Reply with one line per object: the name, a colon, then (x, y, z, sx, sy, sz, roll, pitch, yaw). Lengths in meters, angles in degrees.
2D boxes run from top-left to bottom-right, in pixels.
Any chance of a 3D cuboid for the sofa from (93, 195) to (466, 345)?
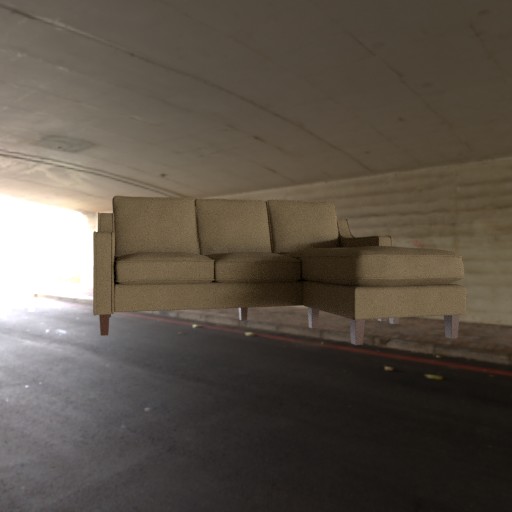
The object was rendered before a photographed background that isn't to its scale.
sofa: (0.000, 0.000, 3.362, 2.317, 1.066, 1.858, 0, 0, -17)
